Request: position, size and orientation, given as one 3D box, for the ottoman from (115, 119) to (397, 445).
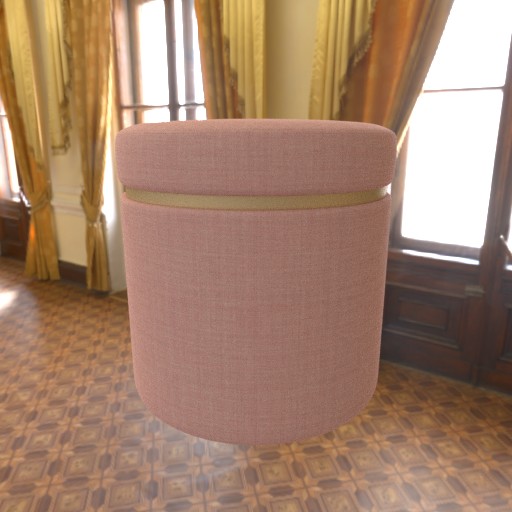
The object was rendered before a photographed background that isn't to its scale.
[{"bbox_3d":[0.000,0.000,0.699,0.400,0.406,0.400,0,15,0],"label":"ottoman"}]
